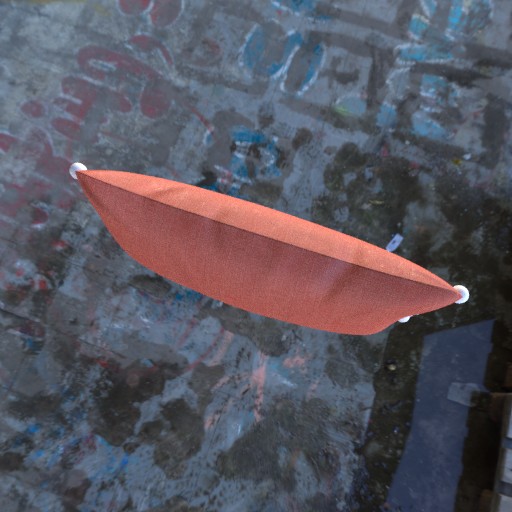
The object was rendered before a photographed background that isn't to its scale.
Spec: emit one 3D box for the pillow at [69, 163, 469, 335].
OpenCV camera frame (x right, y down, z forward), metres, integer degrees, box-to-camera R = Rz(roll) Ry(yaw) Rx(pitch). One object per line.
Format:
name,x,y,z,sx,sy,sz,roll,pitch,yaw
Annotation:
pillow,0.000,0.000,0.853,0.709,0.322,0.201,18,76,5
